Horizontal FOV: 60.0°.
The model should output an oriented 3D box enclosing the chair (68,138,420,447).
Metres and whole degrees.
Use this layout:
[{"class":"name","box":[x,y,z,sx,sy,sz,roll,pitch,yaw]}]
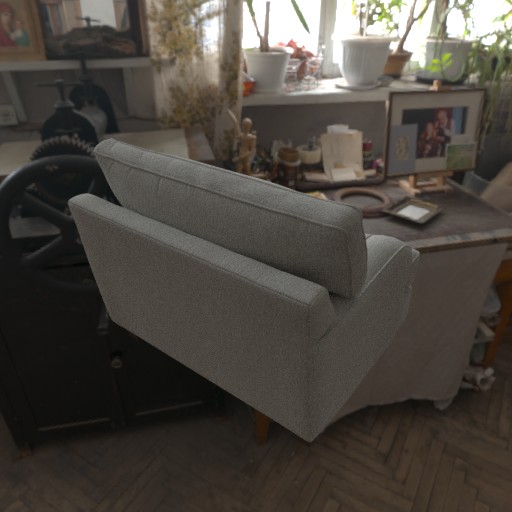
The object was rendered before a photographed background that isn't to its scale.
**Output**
[{"class":"chair","box":[0.000,0.000,2.028,1.220,1.016,1.041,21,37,31]}]
